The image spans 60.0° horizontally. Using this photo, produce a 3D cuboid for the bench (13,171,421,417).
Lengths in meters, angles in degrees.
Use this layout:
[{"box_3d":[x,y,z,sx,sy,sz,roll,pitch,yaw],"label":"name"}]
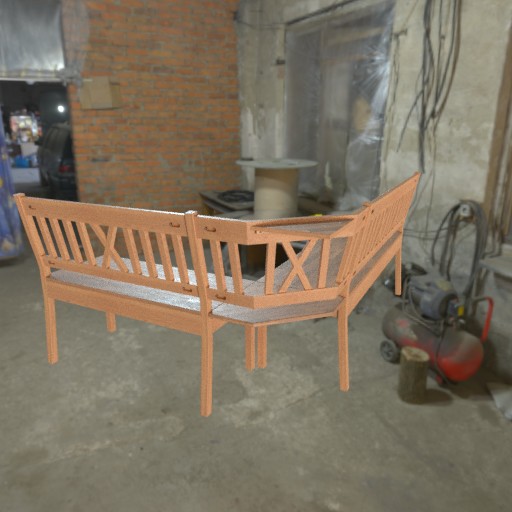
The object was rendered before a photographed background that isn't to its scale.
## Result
[{"box_3d":[0.000,0.000,2.671,1.537,0.902,1.937,8,18,26],"label":"bench"}]
